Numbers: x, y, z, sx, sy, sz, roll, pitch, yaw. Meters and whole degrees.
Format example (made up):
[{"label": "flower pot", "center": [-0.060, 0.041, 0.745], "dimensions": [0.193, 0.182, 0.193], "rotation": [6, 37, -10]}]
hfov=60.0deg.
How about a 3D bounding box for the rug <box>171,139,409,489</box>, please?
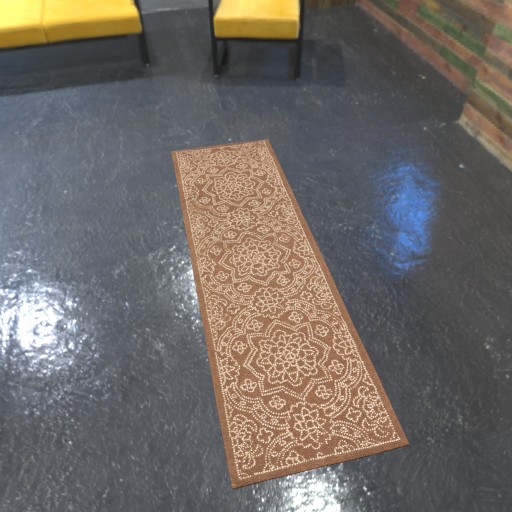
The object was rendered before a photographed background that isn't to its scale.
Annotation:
[{"label": "rug", "center": [0.000, 0.000, 2.635], "dimensions": [0.769, 0.012, 2.448], "rotation": [-10, 47, -9]}]
